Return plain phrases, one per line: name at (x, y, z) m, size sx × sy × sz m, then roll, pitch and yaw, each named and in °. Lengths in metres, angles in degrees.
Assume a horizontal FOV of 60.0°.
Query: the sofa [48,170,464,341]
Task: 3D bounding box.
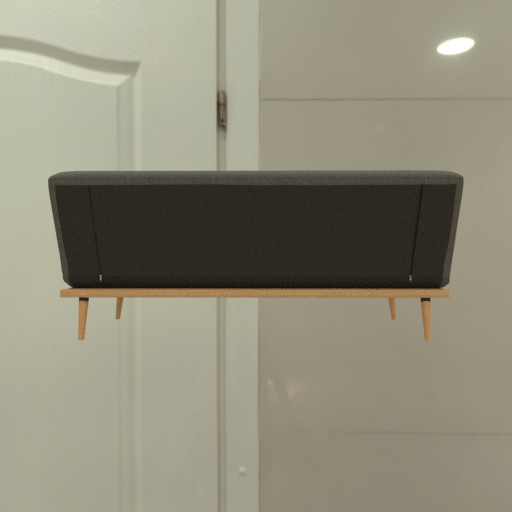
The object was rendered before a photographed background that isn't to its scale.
sofa at (0.000, 0.000, 2.296) m, size 1.820 × 0.770 × 0.820 m, roll 0°, pitch 1°, yaw 1°
